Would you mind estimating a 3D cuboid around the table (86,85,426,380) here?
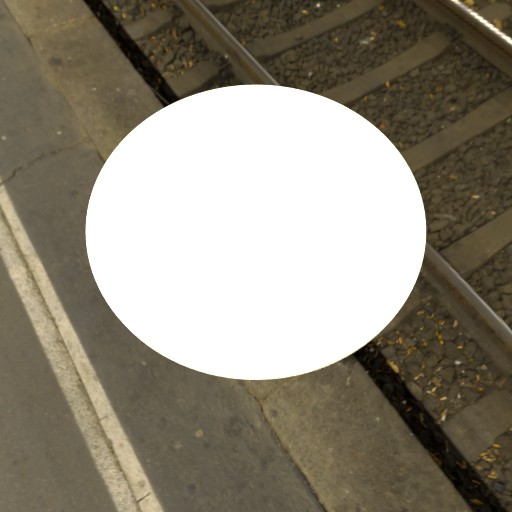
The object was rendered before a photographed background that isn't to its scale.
[{"bbox_3d":[0.000,0.000,0.971,0.600,0.400,0.600,0,64,0],"label":"table"}]
